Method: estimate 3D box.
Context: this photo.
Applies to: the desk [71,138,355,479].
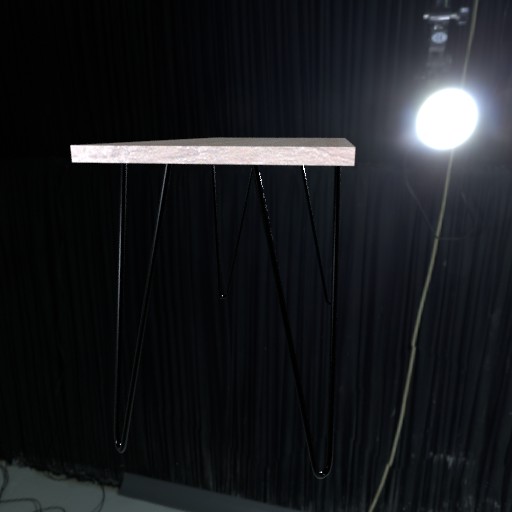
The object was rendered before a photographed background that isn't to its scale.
[{"bbox_3d":[0.000,0.000,1.309,0.499,0.660,0.991,3,16,10],"label":"desk"}]
